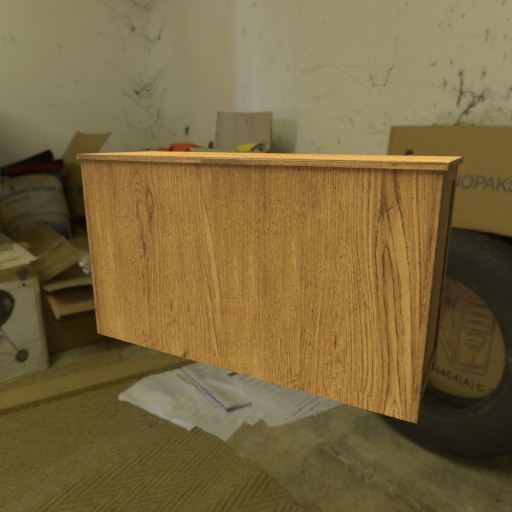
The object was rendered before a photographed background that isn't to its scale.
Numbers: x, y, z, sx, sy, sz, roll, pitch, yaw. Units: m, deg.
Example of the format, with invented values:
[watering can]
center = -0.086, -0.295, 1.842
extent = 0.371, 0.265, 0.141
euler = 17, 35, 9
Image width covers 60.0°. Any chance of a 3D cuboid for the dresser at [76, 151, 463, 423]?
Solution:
[dresser]
center = 0.000, 0.000, 2.098
extent = 1.657, 0.932, 0.563
euler = 8, 17, 27
